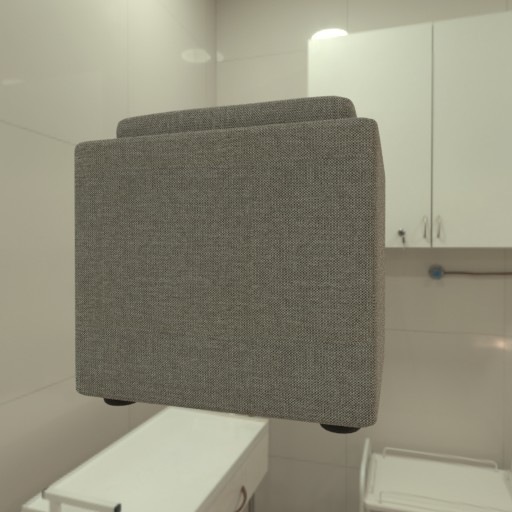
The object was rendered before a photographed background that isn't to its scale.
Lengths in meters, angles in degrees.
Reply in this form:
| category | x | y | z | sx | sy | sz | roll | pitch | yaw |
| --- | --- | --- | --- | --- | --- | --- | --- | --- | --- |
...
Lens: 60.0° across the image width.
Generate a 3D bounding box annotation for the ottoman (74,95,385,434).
| category | x | y | z | sx | sy | sz | roll | pitch | yaw |
| --- | --- | --- | --- | --- | --- | --- | --- | --- | --- |
| ottoman | 0.000 | 0.000 | 0.816 | 0.450 | 0.460 | 0.450 | 0 | 1 | 17 |
